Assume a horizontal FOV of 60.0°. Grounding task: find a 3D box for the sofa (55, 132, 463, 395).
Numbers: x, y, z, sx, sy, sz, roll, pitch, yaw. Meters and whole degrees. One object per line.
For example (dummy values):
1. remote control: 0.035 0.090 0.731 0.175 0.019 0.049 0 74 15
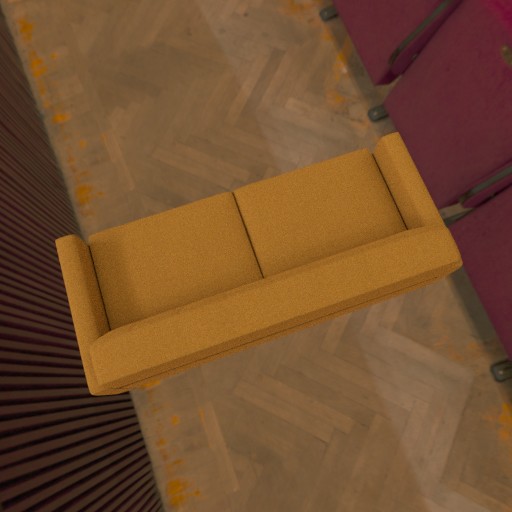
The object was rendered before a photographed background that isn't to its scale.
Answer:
1. sofa: 0.000 0.000 2.522 2.029 0.841 0.909 -18 75 -5
